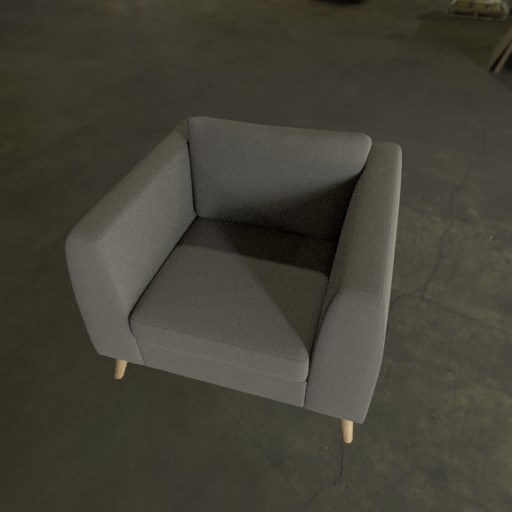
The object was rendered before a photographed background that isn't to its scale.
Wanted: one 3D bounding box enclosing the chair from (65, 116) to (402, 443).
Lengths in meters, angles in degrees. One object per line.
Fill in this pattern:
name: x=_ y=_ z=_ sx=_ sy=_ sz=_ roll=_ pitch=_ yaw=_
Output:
chair: x=0.000 y=0.000 z=1.707 sx=1.000 sy=0.860 sz=0.930 roll=11 pitch=42 yaw=13
